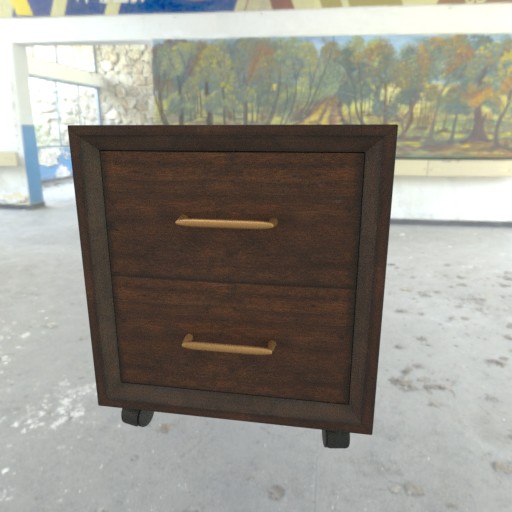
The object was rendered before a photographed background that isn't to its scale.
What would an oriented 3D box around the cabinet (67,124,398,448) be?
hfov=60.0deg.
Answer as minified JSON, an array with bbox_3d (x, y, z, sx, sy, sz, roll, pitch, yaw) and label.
[{"bbox_3d":[0.000,0.000,0.811,0.402,0.455,0.500,3,16,9],"label":"cabinet"}]
